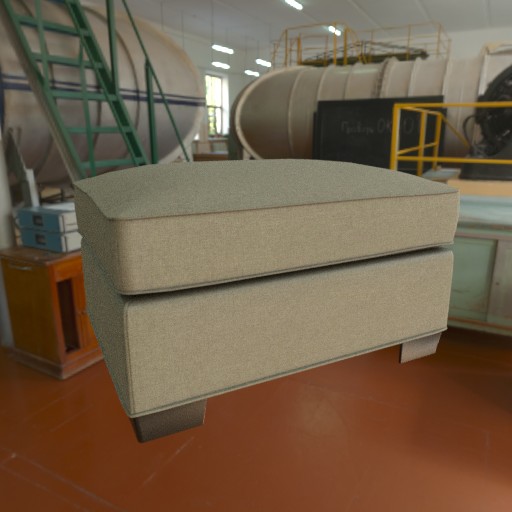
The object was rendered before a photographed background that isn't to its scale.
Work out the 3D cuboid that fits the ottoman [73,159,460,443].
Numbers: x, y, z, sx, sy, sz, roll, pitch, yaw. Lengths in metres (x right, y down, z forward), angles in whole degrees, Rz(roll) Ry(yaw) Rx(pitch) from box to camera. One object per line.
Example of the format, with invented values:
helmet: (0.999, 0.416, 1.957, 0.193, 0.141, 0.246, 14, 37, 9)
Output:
ottoman: (0.000, 0.000, 1.205, 0.843, 0.504, 0.619, -8, 17, -26)
